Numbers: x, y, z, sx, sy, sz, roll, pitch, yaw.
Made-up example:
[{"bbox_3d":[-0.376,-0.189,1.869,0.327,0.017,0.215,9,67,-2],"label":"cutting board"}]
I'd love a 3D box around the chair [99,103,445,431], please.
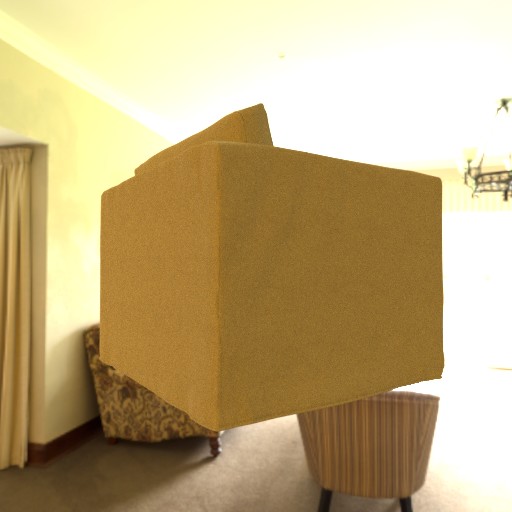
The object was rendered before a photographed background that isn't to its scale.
[{"bbox_3d":[0.000,0.000,1.726,0.949,0.863,1.057,1,-1,-34],"label":"chair"}]
